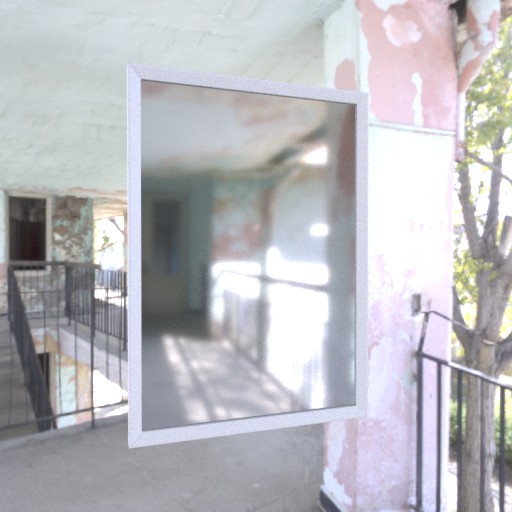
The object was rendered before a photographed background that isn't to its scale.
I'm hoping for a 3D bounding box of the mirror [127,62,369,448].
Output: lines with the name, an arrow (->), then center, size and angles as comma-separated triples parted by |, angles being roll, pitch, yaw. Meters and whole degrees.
mirror -> 0.000, 0.000, 0.912 | 0.507, 0.710, 0.039 | 0, 1, -18
